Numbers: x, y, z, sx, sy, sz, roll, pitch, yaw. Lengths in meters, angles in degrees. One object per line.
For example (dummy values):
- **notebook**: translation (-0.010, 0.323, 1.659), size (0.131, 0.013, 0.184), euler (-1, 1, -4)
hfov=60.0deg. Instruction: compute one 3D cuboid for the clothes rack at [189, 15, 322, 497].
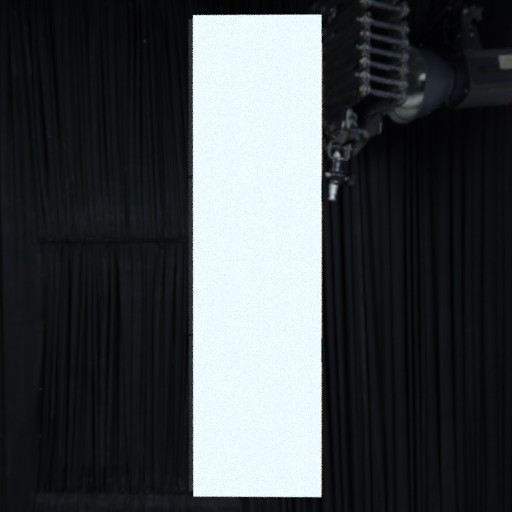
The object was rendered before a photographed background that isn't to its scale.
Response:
- **clothes rack**: translation (0.000, 0.000, 1.343), size (0.330, 1.187, 0.500), euler (0, 0, 0)
